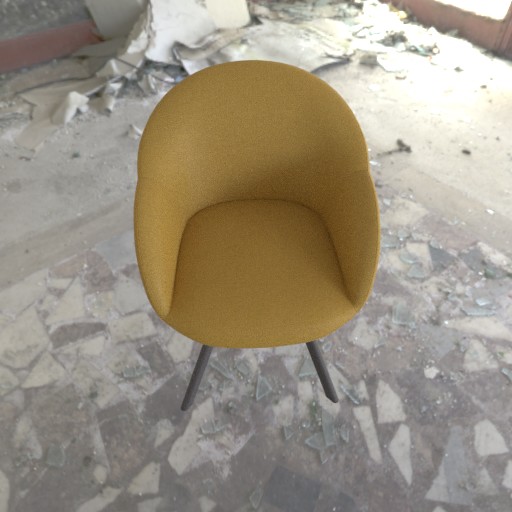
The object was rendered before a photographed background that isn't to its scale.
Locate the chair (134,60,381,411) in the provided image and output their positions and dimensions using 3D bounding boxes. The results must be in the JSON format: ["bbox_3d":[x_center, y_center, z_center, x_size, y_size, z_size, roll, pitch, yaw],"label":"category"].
[{"bbox_3d":[0.000,0.000,1.175,0.551,0.793,0.583,-2,46,-2],"label":"chair"}]
